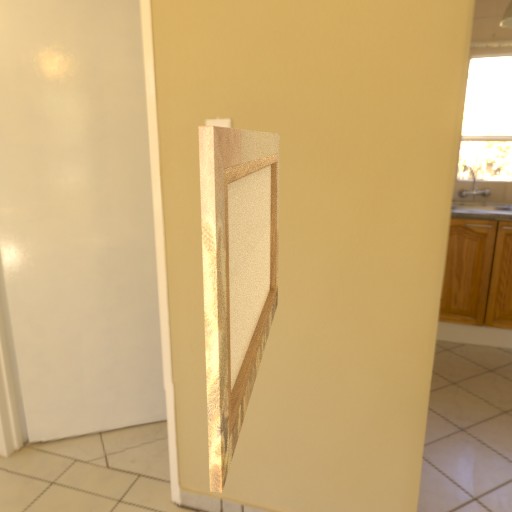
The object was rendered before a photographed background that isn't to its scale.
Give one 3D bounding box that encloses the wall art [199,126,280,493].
[{"bbox_3d":[0.000,0.000,1.874,0.038,1.012,1.525,2,15,8],"label":"wall art"}]
